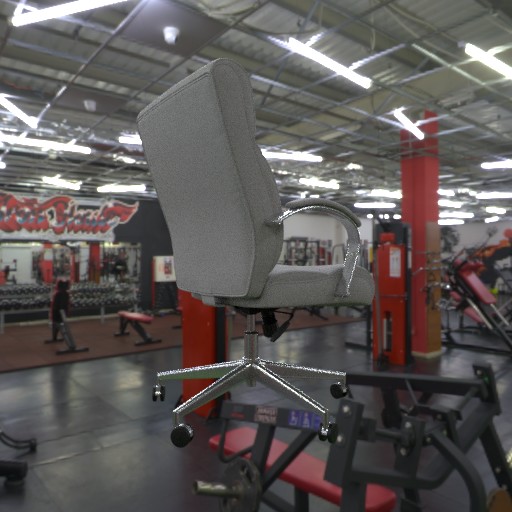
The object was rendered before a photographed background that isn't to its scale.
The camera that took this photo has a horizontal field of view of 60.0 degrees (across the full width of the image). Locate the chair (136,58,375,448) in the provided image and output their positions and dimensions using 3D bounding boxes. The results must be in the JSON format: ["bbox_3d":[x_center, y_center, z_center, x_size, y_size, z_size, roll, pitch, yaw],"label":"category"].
[{"bbox_3d":[0.000,0.000,1.571,0.745,1.099,0.727,0,0,-36],"label":"chair"}]
